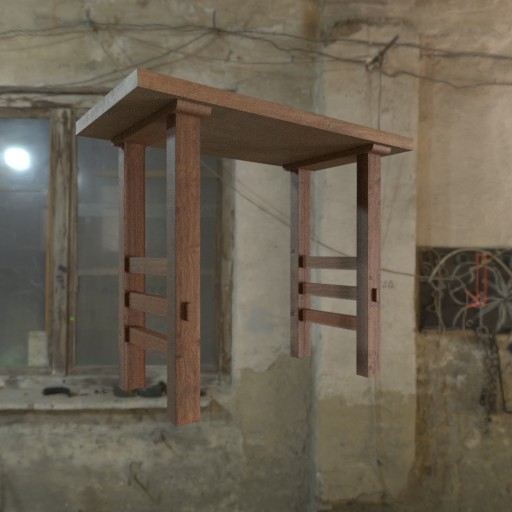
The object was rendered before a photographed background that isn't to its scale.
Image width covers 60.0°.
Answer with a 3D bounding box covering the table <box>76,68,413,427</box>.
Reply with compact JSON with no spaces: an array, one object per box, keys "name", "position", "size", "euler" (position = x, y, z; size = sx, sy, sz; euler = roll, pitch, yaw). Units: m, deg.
[{"name":"table","position":[0.000,0.000,1.624],"size":[1.119,0.914,0.556],"euler":[0,0,-36]}]
